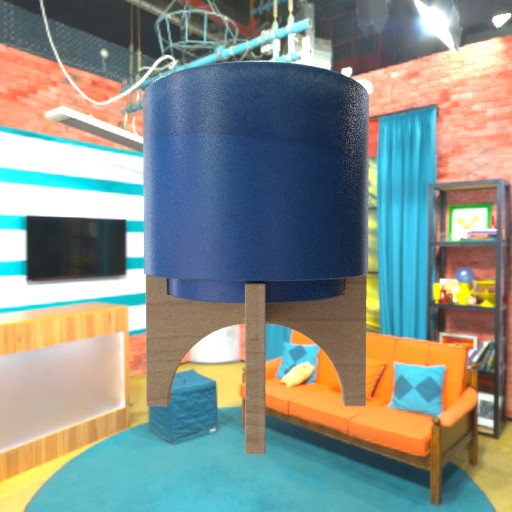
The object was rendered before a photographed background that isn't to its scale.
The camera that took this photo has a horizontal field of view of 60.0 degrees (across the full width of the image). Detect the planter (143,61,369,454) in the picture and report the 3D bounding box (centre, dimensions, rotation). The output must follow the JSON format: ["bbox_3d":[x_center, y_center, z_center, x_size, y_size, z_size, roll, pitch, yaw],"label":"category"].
[{"bbox_3d":[0.000,0.000,0.391,0.192,0.263,0.192,0,1,0],"label":"planter"}]
